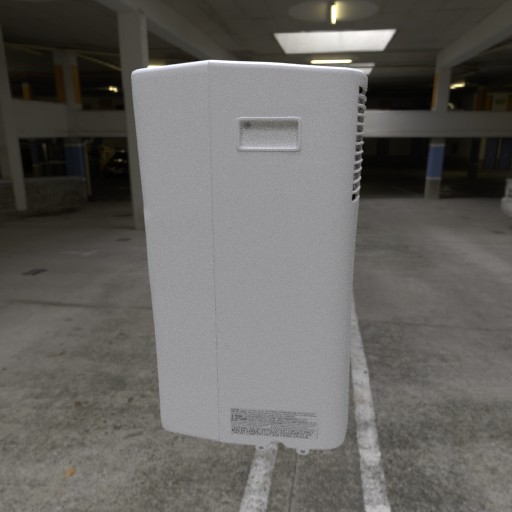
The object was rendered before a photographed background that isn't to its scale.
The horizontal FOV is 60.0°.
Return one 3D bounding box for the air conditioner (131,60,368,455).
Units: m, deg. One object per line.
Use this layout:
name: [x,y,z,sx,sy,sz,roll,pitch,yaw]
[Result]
air conditioner: [0.000,0.000,0.789,0.349,0.606,0.304,2,16,9]
